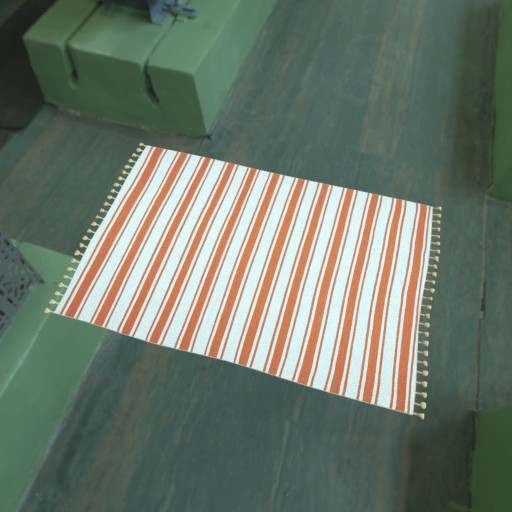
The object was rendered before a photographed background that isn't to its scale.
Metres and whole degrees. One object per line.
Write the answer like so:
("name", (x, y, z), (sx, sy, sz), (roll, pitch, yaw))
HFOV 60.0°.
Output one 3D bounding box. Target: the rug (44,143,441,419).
("rug", (0.000, 0.000, 3.057), (2.433, 0.022, 1.556), (14, 60, 8))
